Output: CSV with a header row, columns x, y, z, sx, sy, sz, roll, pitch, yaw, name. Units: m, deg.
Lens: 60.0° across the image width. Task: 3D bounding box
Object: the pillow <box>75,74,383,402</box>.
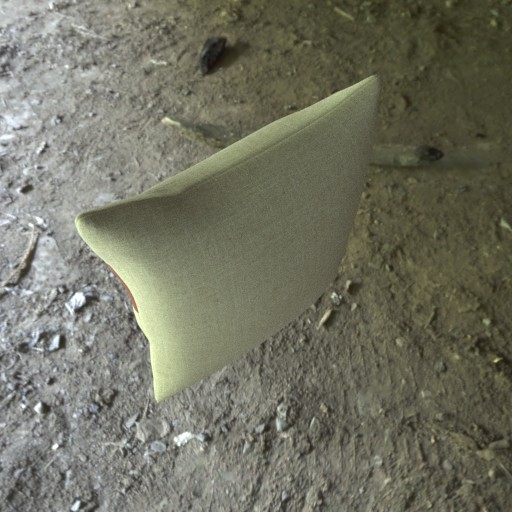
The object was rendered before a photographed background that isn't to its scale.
x,y,z,sx,sy,sz,roll,pitch,yaw,name
0.000,0.000,0.623,0.414,0.399,0.173,-32,56,-25,pillow
